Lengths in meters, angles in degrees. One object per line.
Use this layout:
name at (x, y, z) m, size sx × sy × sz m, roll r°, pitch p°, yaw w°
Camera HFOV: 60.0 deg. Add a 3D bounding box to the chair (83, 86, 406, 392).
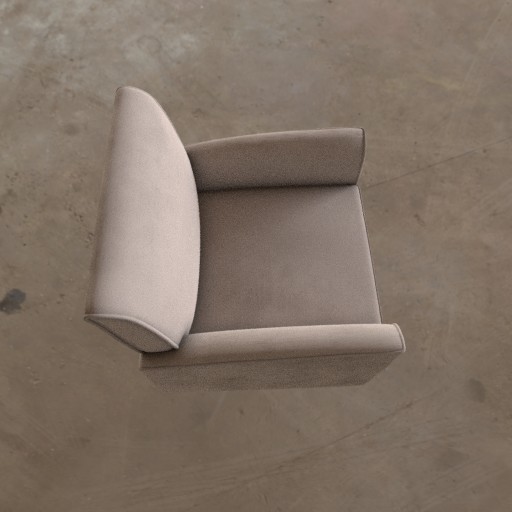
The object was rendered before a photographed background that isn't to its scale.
chair at (0.000, 0.000, 1.555) m, size 0.821 × 0.915 × 0.820 m, roll -2°, pitch 64°, yaw -1°
